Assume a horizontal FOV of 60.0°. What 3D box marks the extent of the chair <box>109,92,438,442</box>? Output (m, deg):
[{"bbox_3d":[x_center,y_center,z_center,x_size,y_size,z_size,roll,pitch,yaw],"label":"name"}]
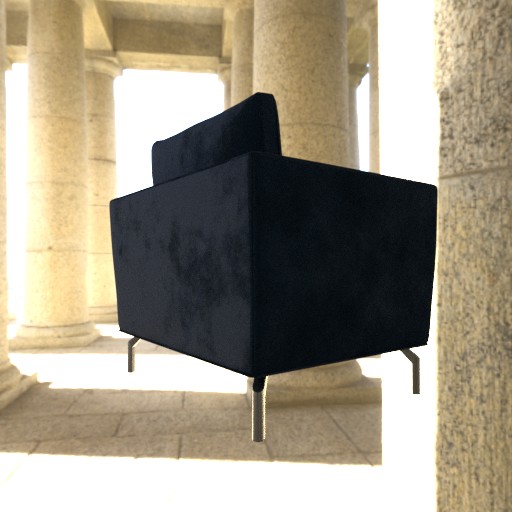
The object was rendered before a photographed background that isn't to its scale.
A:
[{"bbox_3d":[0.000,0.000,1.577,0.746,0.893,0.977,1,-1,-37],"label":"chair"}]
